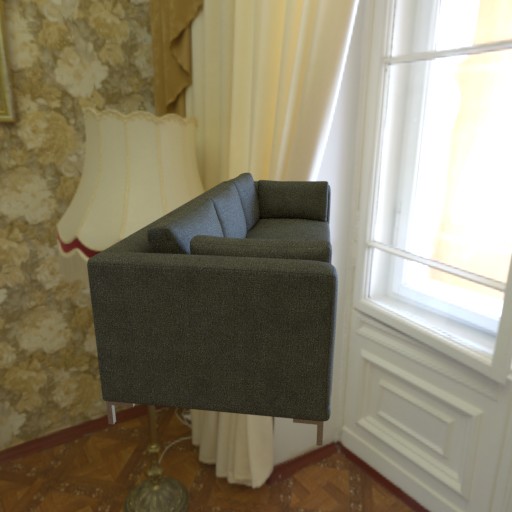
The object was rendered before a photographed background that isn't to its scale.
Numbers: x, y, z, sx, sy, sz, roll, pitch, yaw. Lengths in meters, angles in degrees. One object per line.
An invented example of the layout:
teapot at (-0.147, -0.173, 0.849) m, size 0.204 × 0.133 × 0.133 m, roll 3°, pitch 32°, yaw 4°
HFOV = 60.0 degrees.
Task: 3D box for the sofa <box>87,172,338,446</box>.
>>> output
sofa at (0.000, 0.000, 2.872) m, size 0.969 × 0.867 × 2.415 m, roll 2°, pitch 17°, yaw 8°
